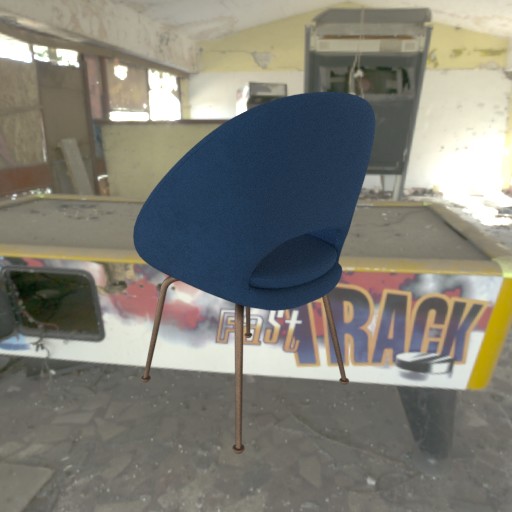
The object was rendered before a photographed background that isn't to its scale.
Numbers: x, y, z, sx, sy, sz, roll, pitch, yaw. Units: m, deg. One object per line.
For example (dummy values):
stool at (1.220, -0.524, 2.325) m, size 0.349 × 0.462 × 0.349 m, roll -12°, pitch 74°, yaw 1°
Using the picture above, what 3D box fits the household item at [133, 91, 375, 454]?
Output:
household item at (0.000, 0.000, 1.267) m, size 0.623 × 0.852 × 0.573 m, roll -15°, pitch 22°, yaw -42°
